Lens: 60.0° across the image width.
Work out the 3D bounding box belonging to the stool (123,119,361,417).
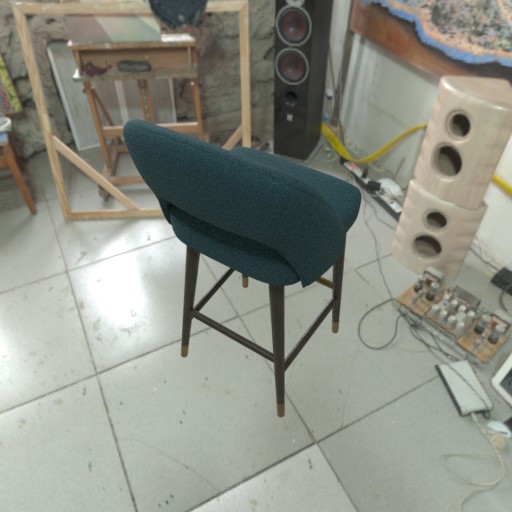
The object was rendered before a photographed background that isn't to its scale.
[{"bbox_3d":[0.000,0.000,1.366,0.536,1.032,0.522,25,50,23],"label":"stool"}]
